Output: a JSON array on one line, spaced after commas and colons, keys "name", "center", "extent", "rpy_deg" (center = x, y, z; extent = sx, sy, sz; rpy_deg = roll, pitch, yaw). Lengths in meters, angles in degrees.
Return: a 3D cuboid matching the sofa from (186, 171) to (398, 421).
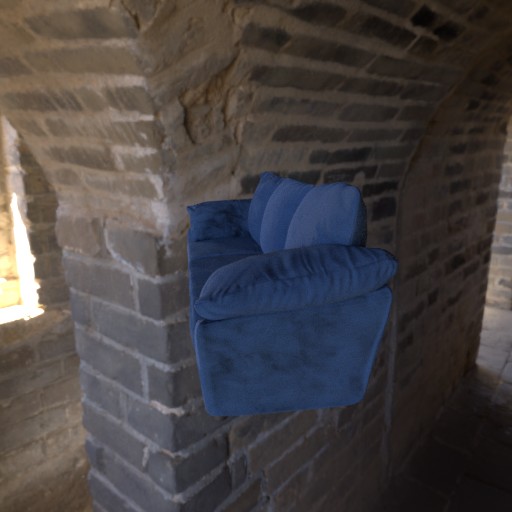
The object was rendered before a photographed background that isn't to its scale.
[{"name": "sofa", "center": [0.000, 0.000, 2.923], "extent": [0.907, 1.091, 2.390], "rpy_deg": [-2, 14, -9]}]
